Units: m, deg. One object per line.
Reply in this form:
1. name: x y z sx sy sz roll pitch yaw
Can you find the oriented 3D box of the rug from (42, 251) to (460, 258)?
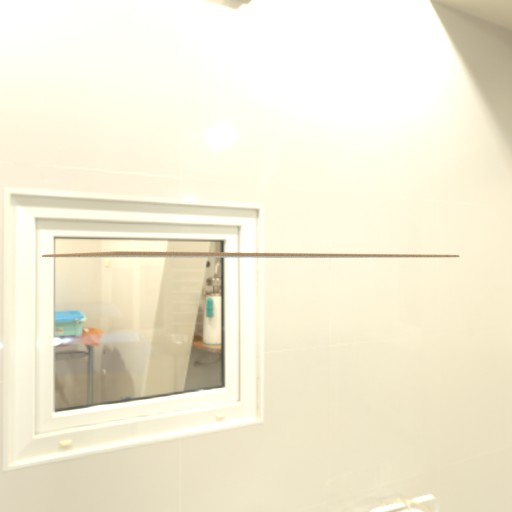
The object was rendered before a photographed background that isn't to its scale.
1. rug: 0.000 0.000 2.085 1.668 0.012 1.061 0 -1 -35
